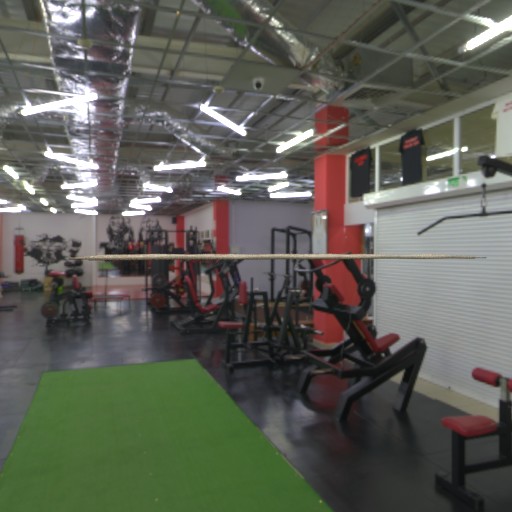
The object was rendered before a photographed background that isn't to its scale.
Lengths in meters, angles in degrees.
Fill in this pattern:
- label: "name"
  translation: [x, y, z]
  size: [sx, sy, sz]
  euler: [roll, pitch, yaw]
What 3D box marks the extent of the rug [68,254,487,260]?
- label: "rug"
  translation: [0.000, 0.000, 4.166]
  size: [3.061, 0.034, 2.426]
  euler: [0, 0, -17]
